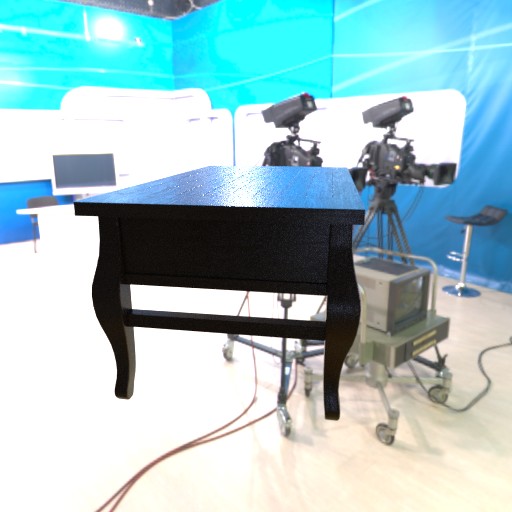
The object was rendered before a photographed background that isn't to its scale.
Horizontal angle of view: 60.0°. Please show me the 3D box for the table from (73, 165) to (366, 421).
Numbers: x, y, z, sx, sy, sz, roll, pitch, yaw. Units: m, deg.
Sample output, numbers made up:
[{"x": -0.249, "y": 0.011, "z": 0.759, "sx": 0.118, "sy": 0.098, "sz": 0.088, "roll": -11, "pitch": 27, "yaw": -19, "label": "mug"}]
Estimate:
[{"x": 0.000, "y": 0.000, "z": 1.430, "sx": 0.600, "sy": 0.494, "sz": 1.062, "roll": 3, "pitch": 16, "yaw": 9, "label": "table"}]
